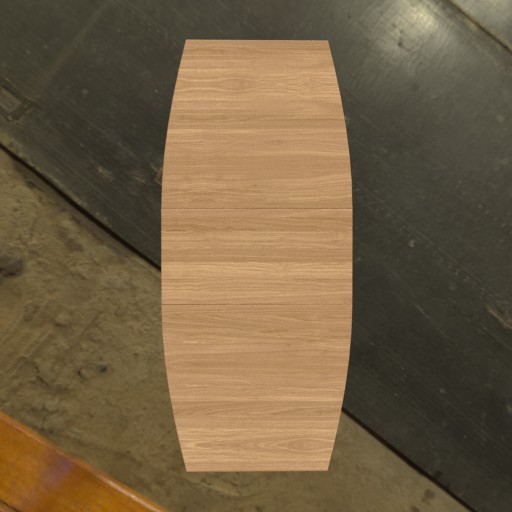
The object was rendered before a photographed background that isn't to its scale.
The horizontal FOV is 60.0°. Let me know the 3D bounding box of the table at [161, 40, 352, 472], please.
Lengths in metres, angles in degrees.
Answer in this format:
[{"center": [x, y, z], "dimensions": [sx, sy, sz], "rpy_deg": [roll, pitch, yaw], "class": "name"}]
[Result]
[{"center": [0.000, 0.000, 2.463], "dimensions": [0.900, 0.750, 2.032], "rpy_deg": [0, 90, -1], "class": "table"}]
